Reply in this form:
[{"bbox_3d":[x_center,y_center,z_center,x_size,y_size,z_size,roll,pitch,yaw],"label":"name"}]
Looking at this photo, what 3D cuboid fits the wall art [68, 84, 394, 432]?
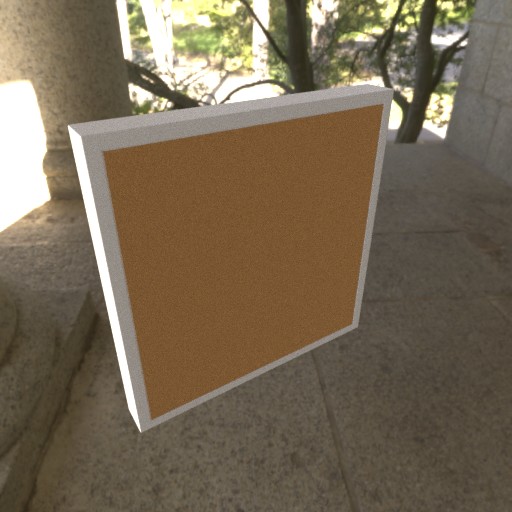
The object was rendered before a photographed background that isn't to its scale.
[{"bbox_3d":[0.000,0.000,0.461,0.305,0.305,0.037,-19,36,-28],"label":"wall art"}]
